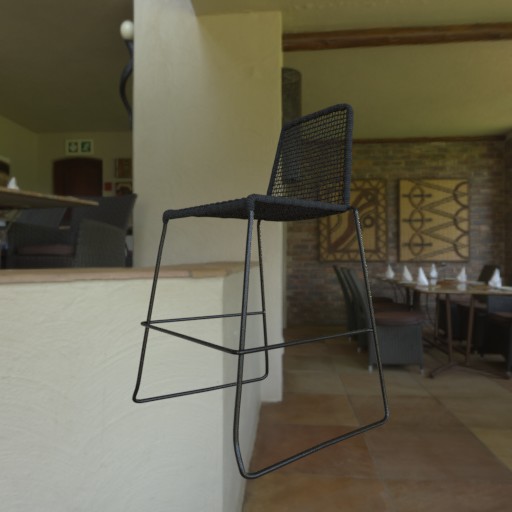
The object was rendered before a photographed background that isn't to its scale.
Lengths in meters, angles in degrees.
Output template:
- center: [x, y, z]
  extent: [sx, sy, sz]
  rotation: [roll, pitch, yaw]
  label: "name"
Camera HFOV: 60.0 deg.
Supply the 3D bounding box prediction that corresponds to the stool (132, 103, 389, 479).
- center: [0.000, 0.000, 1.263]
  extent: [0.509, 0.905, 0.590]
  rotation: [0, 0, -37]
  label: "stool"
